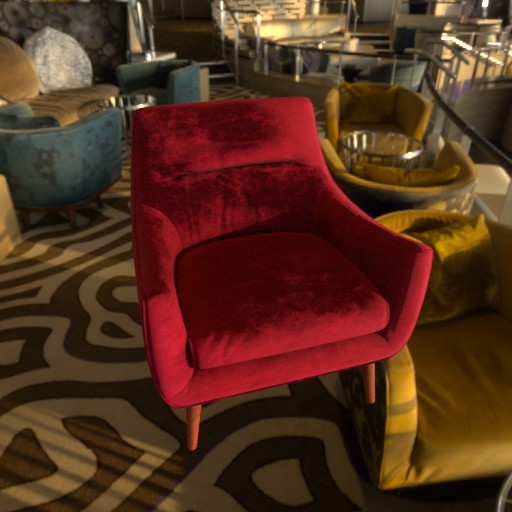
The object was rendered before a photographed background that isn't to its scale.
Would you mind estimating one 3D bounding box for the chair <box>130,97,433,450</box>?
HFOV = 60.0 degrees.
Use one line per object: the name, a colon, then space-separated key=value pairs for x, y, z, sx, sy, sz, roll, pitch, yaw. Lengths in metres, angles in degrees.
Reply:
chair: x=0.000 y=0.000 z=1.433 sx=0.762 sy=0.838 sz=0.787 roll=-9 pitch=32 yaw=-14
